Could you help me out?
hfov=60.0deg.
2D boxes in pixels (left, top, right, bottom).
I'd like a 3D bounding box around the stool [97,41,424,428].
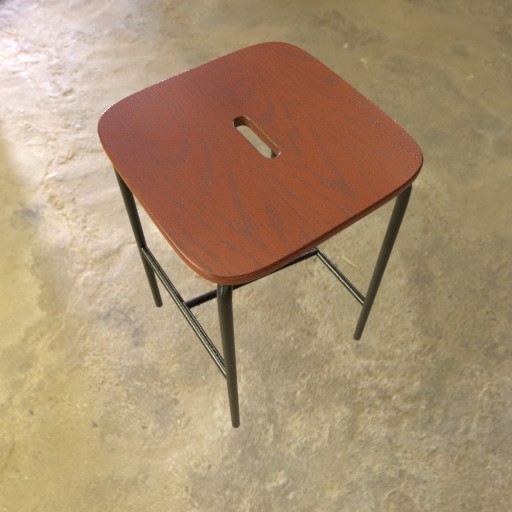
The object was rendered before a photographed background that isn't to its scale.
[{"bbox_3d":[0.000,0.000,0.858,0.376,0.610,0.376,-31,63,-18],"label":"stool"}]
